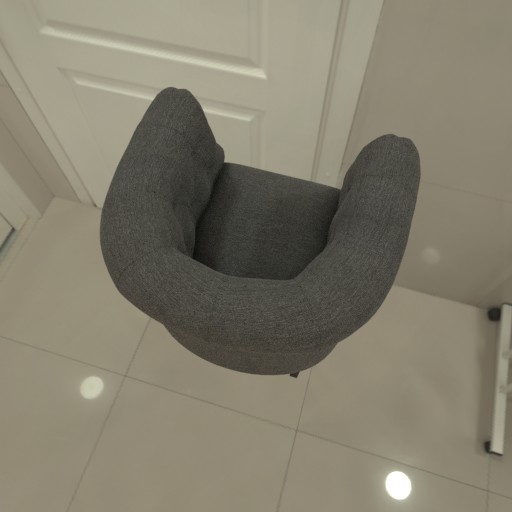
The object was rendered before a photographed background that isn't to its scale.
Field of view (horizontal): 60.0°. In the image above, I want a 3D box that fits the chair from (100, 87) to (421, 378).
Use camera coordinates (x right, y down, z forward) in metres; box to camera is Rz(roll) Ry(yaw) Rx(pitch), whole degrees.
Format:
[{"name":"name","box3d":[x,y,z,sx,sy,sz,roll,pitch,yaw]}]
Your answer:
[{"name":"chair","box3d":[0.000,0.000,1.593,0.905,0.827,0.852,15,63,8]}]
